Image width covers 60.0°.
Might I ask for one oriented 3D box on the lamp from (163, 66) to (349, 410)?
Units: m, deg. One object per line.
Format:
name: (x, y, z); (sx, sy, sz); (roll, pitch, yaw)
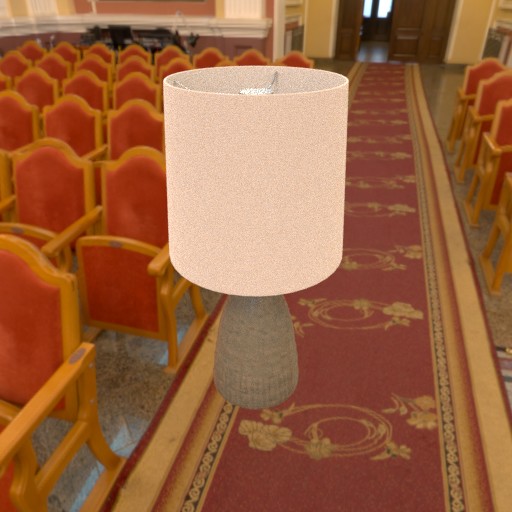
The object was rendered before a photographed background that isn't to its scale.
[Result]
lamp: (0.000, 0.000, 0.490); (0.186, 0.369, 0.186); (0, 30, 0)
